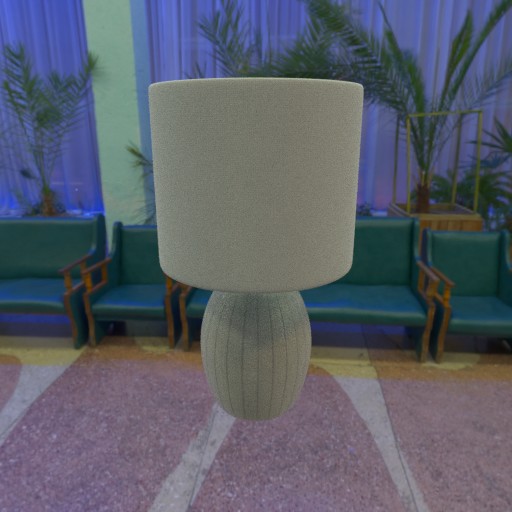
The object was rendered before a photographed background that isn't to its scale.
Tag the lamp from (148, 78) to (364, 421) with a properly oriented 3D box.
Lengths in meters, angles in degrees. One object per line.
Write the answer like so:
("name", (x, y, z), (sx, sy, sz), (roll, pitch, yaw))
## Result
("lamp", (0.000, 0.000, 0.770), (0.328, 0.570, 0.328), (0, 17, 0))
